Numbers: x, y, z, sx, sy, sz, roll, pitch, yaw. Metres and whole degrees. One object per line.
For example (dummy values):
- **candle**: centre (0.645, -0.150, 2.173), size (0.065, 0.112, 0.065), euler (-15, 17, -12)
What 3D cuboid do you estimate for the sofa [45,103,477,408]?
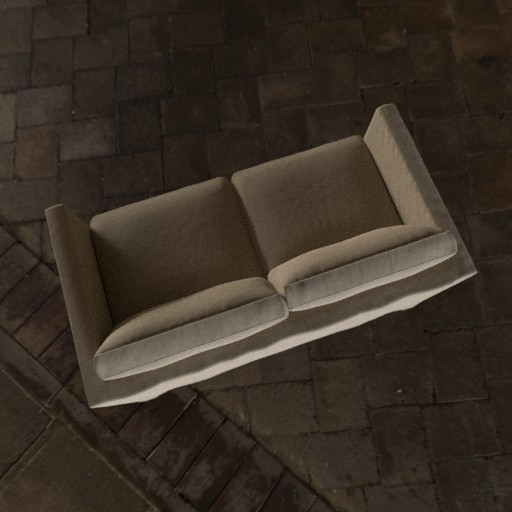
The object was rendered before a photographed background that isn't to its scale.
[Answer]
- **sofa**: centre (0.000, 0.000, 2.245), size (1.766, 0.828, 0.956), euler (-18, 75, -5)
